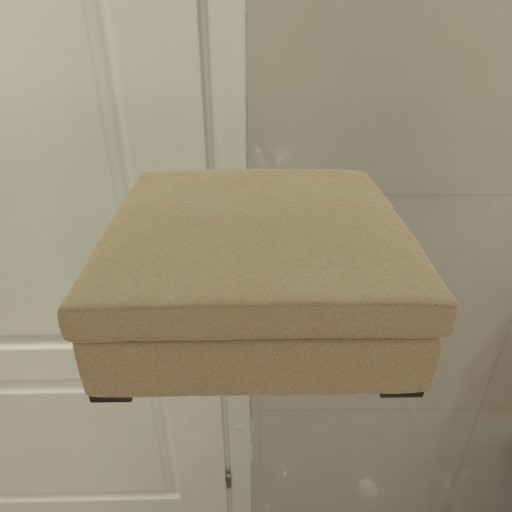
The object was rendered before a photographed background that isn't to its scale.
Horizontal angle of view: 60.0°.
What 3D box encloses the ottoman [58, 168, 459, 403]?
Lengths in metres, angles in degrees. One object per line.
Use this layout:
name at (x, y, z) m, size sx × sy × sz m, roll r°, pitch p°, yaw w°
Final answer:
ottoman at (0.000, 0.000, 1.870) m, size 1.205 × 0.522 × 1.190 m, roll -1°, pitch 30°, yaw -1°
